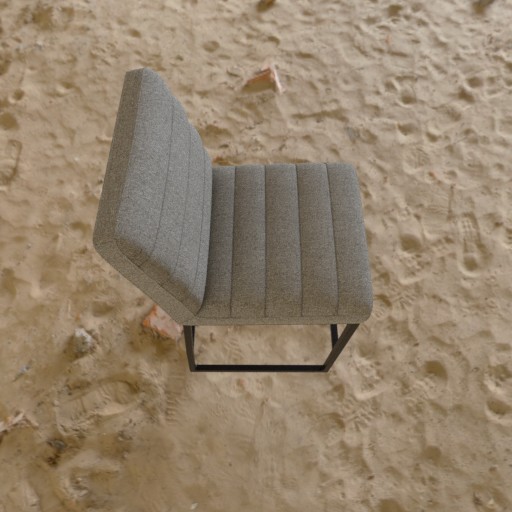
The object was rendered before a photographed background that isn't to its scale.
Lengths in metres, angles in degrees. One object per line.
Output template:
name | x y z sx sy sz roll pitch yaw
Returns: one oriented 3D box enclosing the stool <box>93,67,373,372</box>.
stool | 0.000 0.000 1.258 0.560 0.940 0.460 0 62 0
